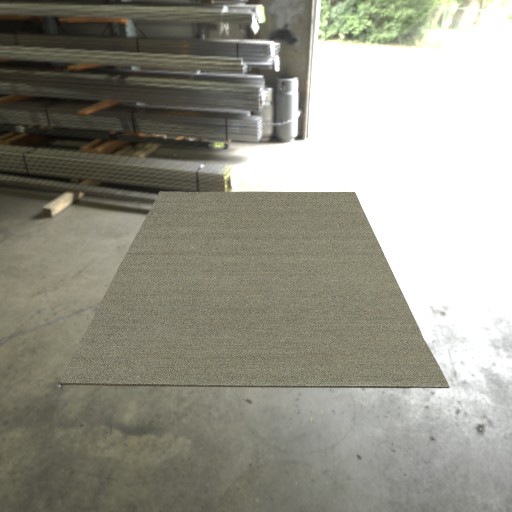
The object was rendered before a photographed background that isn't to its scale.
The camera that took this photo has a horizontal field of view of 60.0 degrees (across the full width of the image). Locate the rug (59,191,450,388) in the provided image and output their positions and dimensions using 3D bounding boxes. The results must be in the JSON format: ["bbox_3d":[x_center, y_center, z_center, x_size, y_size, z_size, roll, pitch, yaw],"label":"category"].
[{"bbox_3d":[0.000,0.000,4.669,2.757,0.051,3.626,0,30,1],"label":"rug"}]
